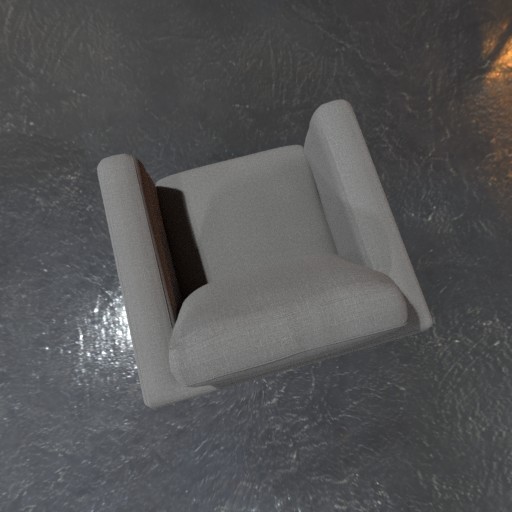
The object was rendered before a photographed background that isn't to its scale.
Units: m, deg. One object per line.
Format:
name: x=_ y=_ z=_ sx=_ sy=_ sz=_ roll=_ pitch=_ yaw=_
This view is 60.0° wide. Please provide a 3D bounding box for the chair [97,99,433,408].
chair: x=0.000 y=0.000 z=1.549 sx=0.854 sy=0.927 sz=0.800 roll=-15 pitch=76 yaw=-4
